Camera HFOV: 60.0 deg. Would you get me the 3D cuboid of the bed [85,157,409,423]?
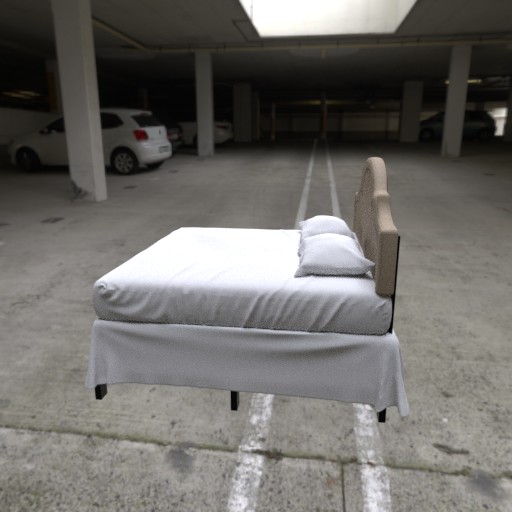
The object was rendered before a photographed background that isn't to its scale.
[{"bbox_3d":[0.000,0.000,3.729,2.222,1.631,2.303,2,15,8],"label":"bed"}]
